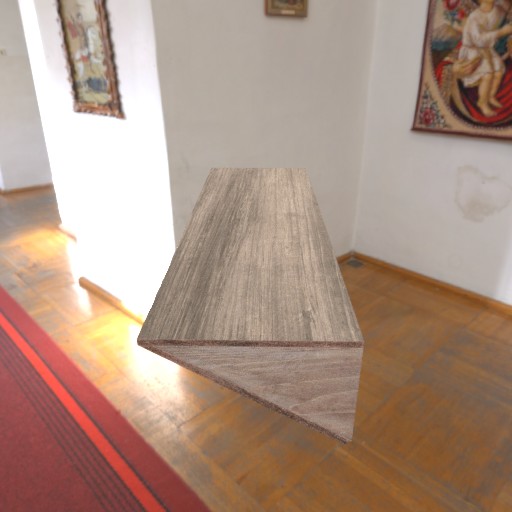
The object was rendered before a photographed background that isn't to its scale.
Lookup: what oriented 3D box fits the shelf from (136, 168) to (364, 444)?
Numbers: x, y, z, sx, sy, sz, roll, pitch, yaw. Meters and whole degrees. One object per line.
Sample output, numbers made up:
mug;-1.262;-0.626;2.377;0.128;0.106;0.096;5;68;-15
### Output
shelf;0.000;0.000;0.690;0.200;0.125;0.610;0;25;1
